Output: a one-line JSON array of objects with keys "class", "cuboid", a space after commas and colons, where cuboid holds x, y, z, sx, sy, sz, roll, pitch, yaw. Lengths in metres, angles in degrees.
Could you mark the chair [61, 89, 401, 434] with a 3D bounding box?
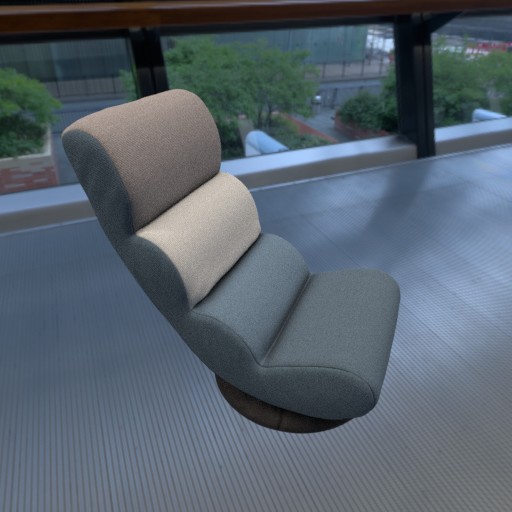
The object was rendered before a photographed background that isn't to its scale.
[{"class": "chair", "cuboid": [0.000, 0.000, 1.021, 0.661, 0.641, 0.420, 12, 33, 19]}]
